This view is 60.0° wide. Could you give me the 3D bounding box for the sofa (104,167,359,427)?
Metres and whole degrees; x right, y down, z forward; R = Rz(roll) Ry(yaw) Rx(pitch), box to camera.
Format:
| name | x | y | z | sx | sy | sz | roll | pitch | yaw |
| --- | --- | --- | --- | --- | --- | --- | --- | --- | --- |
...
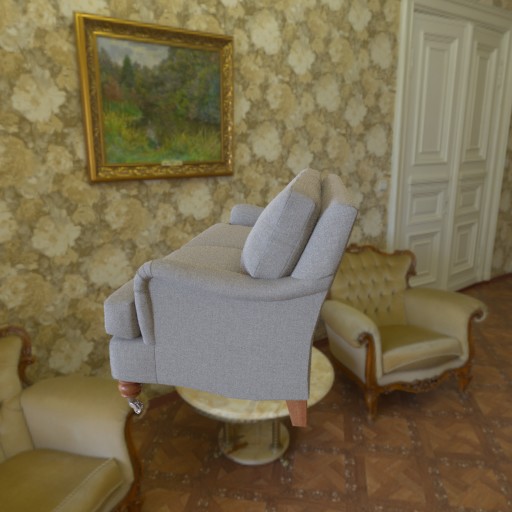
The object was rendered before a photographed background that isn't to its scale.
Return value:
| name | x | y | z | sx | sy | sz | roll | pitch | yaw |
| --- | --- | --- | --- | --- | --- | --- | --- | --- | --- |
| sofa | 0.000 | 0.000 | 2.837 | 1.087 | 1.054 | 2.160 | 2 | 14 | 8 |
